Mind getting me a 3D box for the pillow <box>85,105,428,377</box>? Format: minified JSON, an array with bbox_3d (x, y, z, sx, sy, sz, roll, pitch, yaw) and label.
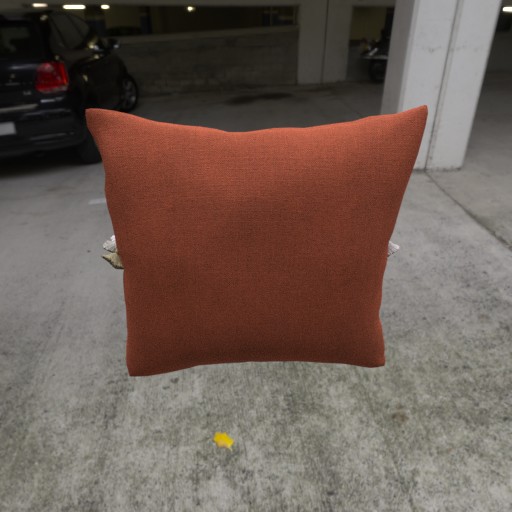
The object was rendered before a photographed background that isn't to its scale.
[{"bbox_3d":[0.000,0.000,0.731,0.490,0.482,0.165,-1,30,-3],"label":"pillow"}]
